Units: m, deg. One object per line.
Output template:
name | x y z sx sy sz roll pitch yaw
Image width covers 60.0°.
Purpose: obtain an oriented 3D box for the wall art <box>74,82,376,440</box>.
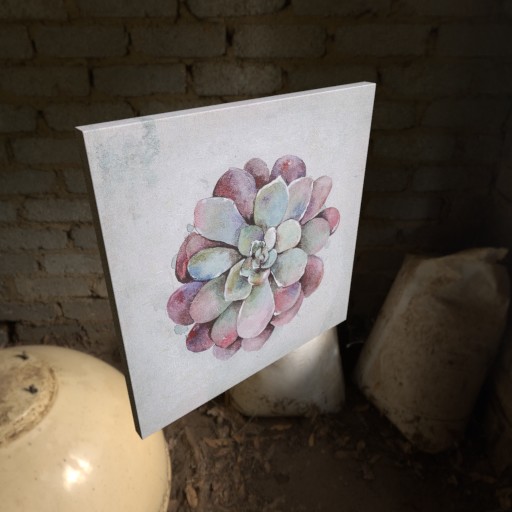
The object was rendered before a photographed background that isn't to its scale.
wall art | 0.000 0.000 1.131 0.762 0.762 0.041 -22 37 -33
